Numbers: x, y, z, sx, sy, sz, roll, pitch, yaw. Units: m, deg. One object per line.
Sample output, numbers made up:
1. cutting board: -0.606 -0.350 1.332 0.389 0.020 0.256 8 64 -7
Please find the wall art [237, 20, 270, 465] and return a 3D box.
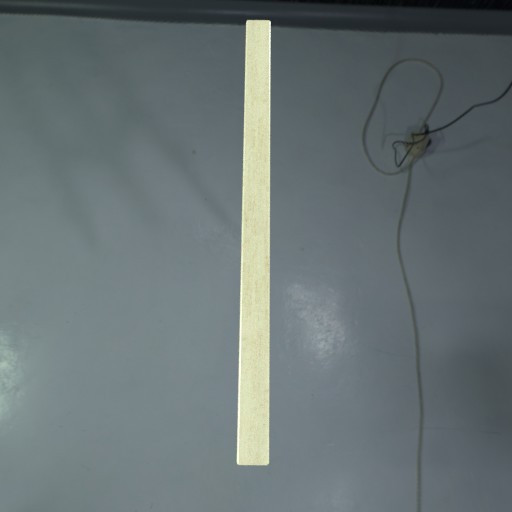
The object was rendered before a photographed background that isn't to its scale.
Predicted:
1. wall art: 0.000 0.000 0.690 0.032 0.381 0.533 1 74 0
